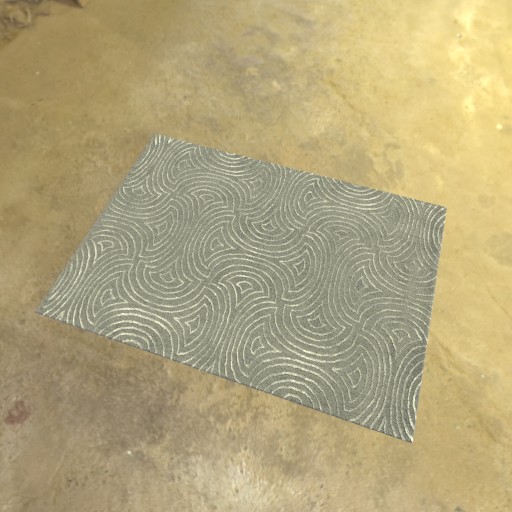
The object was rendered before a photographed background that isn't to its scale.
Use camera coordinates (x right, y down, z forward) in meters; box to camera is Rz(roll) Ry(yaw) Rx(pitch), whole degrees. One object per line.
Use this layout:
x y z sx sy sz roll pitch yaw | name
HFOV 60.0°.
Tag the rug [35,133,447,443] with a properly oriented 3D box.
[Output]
0.000 0.000 2.734 2.144 0.015 1.543 16 59 10 | rug
